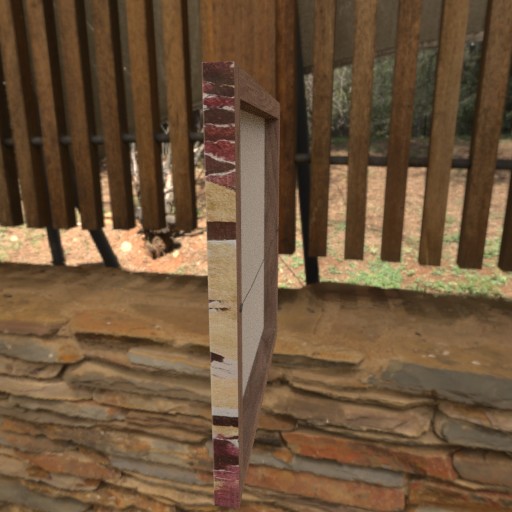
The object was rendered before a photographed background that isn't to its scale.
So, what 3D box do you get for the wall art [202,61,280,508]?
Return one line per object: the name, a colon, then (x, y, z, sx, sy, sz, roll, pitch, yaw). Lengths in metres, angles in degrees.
wall art: (0.000, 0.000, 0.872, 0.041, 0.613, 0.609, 2, 15, 8)
